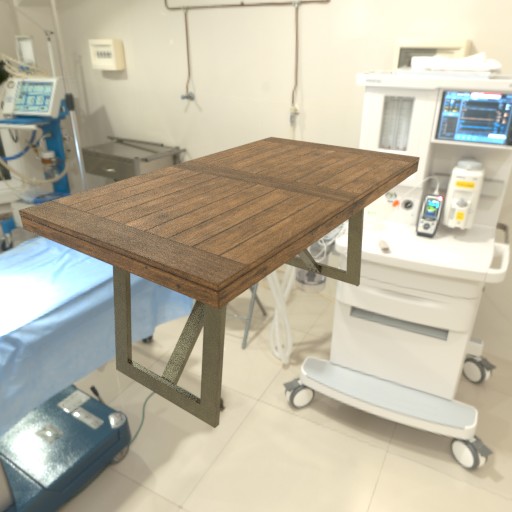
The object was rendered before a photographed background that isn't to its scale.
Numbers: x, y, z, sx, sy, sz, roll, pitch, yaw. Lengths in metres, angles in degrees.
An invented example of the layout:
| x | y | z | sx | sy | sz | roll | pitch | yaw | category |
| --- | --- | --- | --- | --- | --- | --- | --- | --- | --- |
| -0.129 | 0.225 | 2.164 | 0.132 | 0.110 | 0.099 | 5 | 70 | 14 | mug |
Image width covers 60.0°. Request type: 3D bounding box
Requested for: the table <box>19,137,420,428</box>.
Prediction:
| x | y | z | sx | sy | sz | roll | pitch | yaw | category |
| --- | --- | --- | --- | --- | --- | --- | --- | --- | --- |
| 0.000 | 0.000 | 2.121 | 0.931 | 0.757 | 1.641 | 17 | 31 | 31 | table |
